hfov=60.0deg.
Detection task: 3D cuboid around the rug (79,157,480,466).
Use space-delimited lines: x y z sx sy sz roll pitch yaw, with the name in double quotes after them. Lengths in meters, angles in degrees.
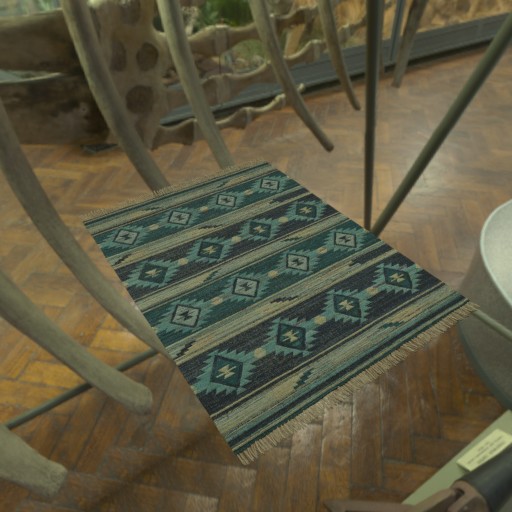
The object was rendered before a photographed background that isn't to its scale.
0.000 0.000 4.289 2.418 0.047 3.307 -24 45 -26 "rug"
